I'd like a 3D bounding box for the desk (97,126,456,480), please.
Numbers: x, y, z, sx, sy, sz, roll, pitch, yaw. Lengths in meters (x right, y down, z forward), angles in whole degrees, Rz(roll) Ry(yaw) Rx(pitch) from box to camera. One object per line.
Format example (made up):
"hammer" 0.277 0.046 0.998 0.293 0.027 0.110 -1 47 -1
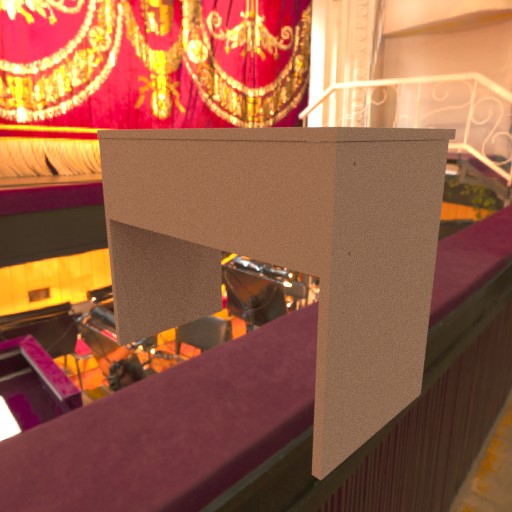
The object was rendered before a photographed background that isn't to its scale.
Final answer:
"desk" 0.000 0.000 1.329 0.498 0.729 0.900 -15 21 -43
